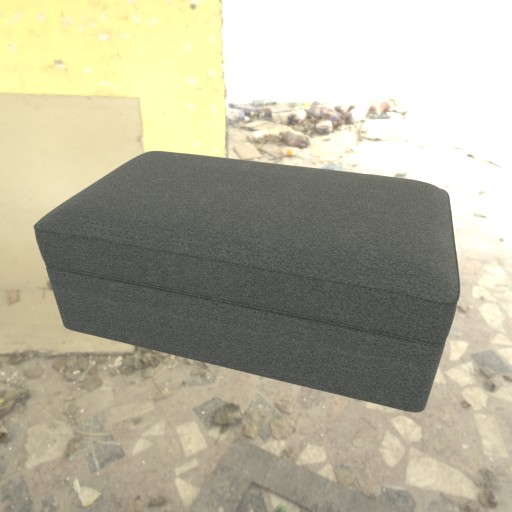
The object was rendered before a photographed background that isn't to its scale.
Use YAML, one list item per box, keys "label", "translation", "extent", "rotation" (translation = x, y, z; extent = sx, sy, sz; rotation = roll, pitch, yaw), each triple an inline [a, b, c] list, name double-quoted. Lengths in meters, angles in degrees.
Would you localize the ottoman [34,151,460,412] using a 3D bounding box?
- label: "ottoman"
  translation: [0.000, 0.000, 1.499]
  extent: [1.173, 0.494, 0.681]
  rotation: [10, 34, 15]
